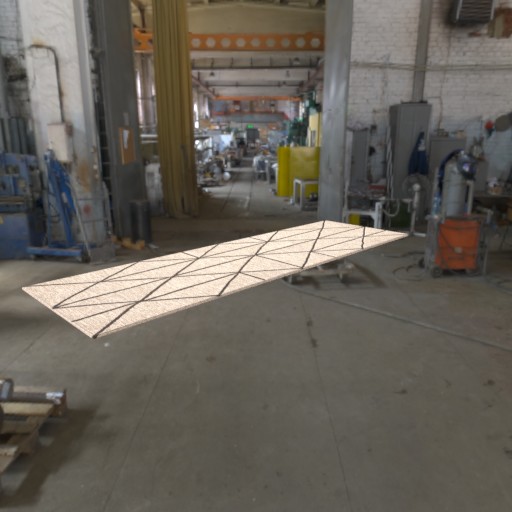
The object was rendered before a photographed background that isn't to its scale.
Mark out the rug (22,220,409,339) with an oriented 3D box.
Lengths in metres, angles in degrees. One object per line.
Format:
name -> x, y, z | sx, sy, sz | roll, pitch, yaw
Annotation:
rug -> 0.000, 0.000, 2.711 | 2.438, 0.012, 0.762 | -15, 21, -43
